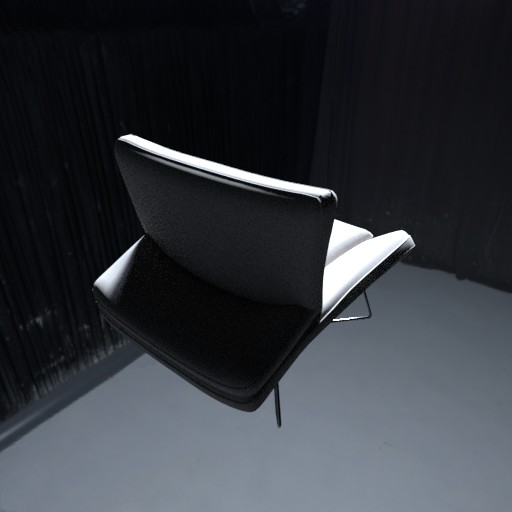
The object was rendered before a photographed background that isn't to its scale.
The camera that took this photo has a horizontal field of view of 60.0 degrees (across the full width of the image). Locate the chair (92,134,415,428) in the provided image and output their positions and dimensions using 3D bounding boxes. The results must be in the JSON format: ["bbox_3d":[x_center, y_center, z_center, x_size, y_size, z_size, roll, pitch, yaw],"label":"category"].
[{"bbox_3d":[0.000,0.000,1.664,0.859,0.855,1.008,23,37,34],"label":"chair"}]
